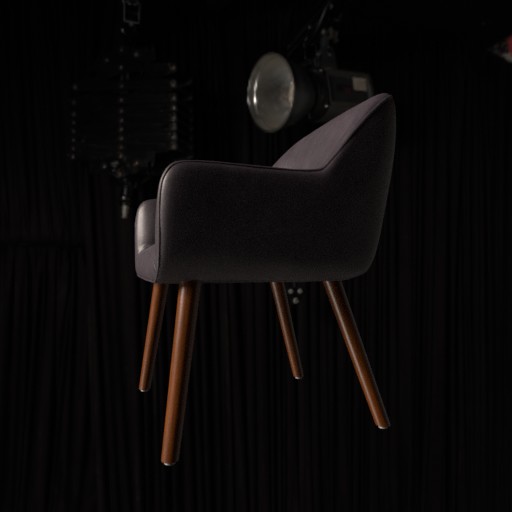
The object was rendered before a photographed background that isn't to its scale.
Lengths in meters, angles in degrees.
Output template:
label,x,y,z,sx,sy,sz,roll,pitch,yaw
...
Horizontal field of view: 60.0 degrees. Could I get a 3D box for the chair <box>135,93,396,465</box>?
label,x,y,z,sx,sy,sz,roll,pitch,yaw
chair,0.000,0.000,1.219,0.610,0.828,0.610,0,-1,-19
